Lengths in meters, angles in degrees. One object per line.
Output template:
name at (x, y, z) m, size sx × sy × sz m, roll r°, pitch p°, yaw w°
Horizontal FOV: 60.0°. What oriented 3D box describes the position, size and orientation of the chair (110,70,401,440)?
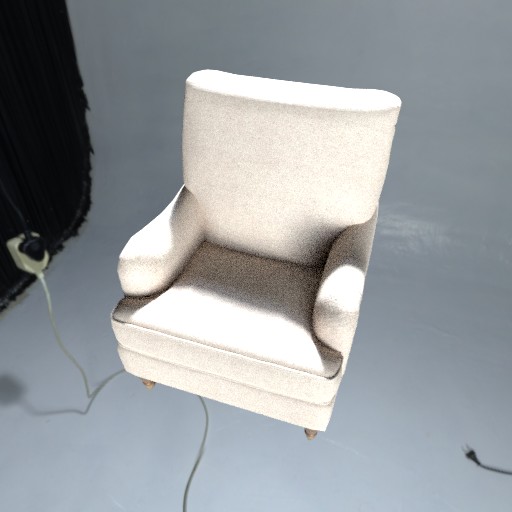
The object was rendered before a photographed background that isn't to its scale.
chair at (0.000, 0.000, 1.790) m, size 0.879 × 1.119 × 0.953 m, roll 12°, pitch 43°, yaw 13°
